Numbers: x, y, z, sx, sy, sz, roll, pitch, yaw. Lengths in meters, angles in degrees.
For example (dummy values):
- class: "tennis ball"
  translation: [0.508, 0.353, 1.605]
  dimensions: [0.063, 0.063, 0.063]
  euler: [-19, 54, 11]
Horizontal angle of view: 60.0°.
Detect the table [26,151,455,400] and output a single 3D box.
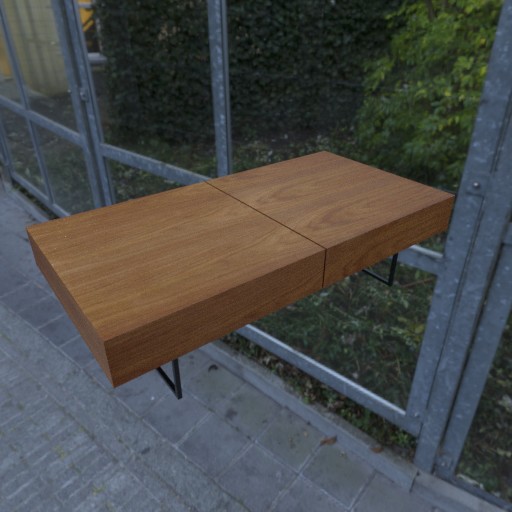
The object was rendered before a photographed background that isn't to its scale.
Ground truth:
- class: "table"
  translation: [0.000, 0.000, 1.453]
  dimensions: [1.194, 0.330, 0.610]
  euler: [-21, 36, -31]
